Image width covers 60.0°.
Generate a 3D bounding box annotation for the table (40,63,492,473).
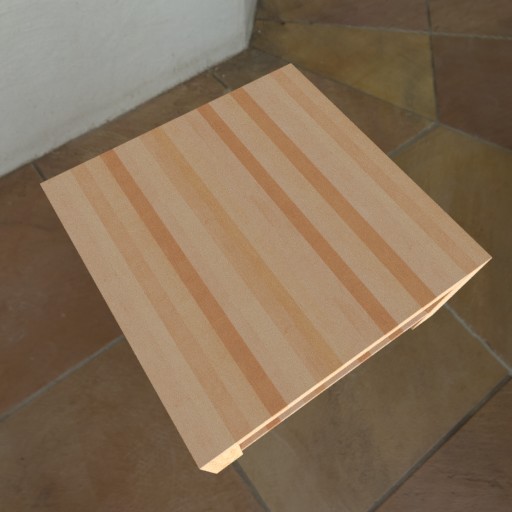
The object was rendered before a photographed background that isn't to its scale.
[{"bbox_3d":[0.000,0.000,1.426,0.900,0.450,0.900,-31,67,-15],"label":"table"}]
